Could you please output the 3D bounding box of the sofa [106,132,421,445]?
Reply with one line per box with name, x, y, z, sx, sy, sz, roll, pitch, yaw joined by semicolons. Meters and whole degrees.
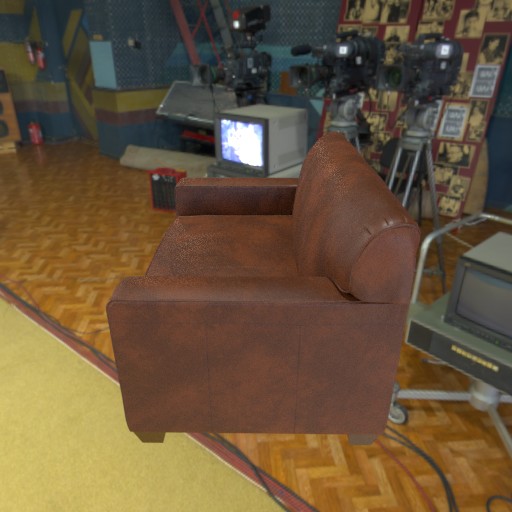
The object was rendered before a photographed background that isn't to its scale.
sofa;0.000;0.000;2.055;1.000;0.956;1.413;0;26;1
